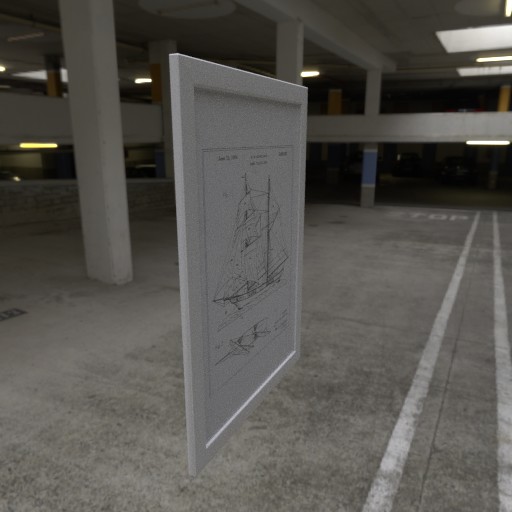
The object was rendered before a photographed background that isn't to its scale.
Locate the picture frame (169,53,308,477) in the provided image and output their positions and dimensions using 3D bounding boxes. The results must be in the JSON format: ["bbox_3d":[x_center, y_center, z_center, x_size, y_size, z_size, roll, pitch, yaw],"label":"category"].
[{"bbox_3d":[0.000,0.000,0.701,0.012,0.534,0.381,8,17,26],"label":"picture frame"}]
